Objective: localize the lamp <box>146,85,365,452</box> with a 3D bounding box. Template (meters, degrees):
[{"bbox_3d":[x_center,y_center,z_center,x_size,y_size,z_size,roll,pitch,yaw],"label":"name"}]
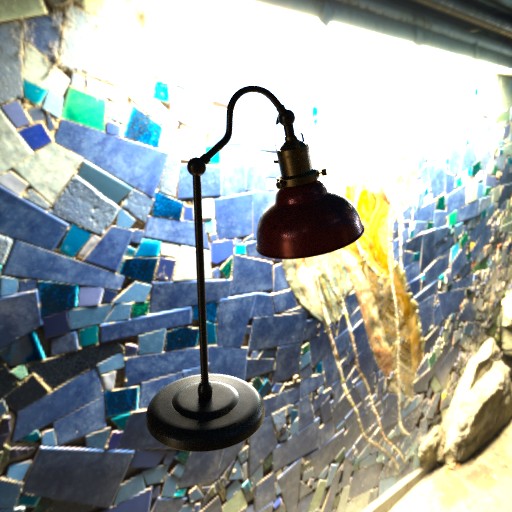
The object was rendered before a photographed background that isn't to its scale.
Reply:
[{"bbox_3d":[0.000,0.000,0.702,0.374,0.508,0.192,-7,16,-25],"label":"lamp"}]
